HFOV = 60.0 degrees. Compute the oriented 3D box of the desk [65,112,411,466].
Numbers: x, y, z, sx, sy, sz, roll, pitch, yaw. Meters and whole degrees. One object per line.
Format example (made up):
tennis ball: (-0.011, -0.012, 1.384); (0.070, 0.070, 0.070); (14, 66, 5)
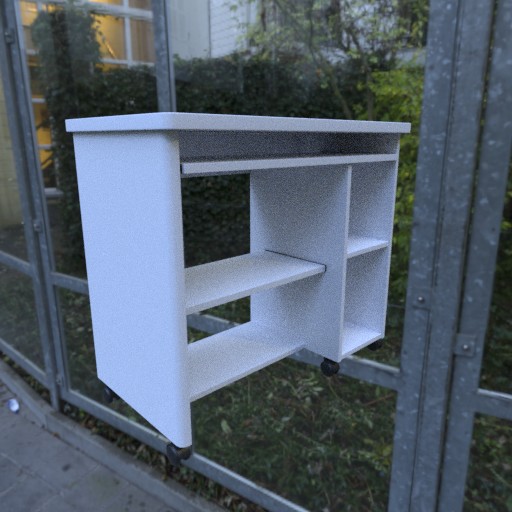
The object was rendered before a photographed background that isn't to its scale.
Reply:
desk: (0.000, 0.000, 1.315); (0.877, 0.763, 0.475); (-14, 20, -42)
